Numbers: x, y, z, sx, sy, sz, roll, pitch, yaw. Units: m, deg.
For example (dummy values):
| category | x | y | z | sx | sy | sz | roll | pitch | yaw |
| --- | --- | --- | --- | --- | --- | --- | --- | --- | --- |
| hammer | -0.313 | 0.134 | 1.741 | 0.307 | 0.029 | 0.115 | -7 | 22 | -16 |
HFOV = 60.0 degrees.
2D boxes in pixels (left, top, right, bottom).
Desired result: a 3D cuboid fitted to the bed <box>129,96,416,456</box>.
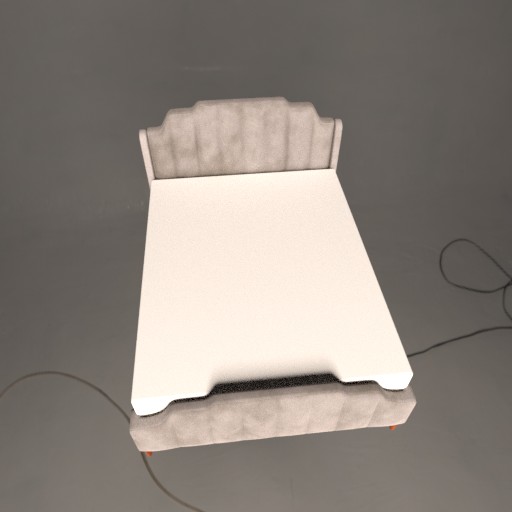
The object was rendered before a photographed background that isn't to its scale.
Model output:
| category | x | y | z | sx | sy | sz | roll | pitch | yaw |
| --- | --- | --- | --- | --- | --- | --- | --- | --- | --- |
| bed | 0.000 | 0.000 | 3.201 | 1.676 | 1.245 | 2.340 | -4 | 47 | -4 |
